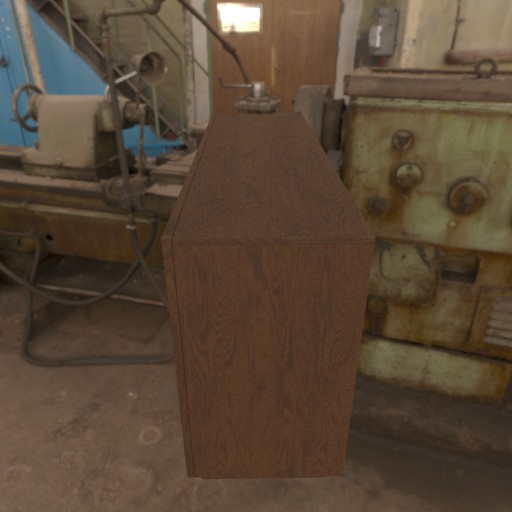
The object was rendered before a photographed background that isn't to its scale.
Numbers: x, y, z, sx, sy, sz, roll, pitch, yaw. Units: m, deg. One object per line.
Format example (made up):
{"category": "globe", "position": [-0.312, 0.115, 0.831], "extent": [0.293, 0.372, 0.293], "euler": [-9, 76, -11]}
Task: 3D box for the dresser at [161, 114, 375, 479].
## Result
{"category": "dresser", "position": [0.000, 0.000, 1.868], "extent": [0.512, 0.889, 1.523], "euler": [0, 28, -1]}
